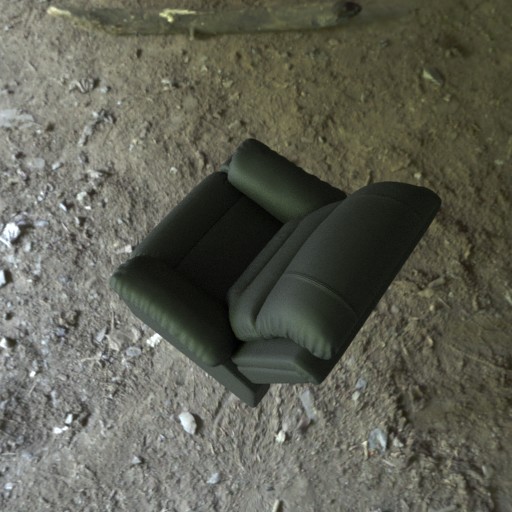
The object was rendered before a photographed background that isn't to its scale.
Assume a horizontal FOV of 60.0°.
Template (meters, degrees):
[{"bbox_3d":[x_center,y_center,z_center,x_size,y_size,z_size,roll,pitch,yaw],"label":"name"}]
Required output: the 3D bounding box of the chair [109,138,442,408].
[{"bbox_3d":[0.000,0.000,1.664,0.919,0.992,0.855,34,68,16],"label":"chair"}]
